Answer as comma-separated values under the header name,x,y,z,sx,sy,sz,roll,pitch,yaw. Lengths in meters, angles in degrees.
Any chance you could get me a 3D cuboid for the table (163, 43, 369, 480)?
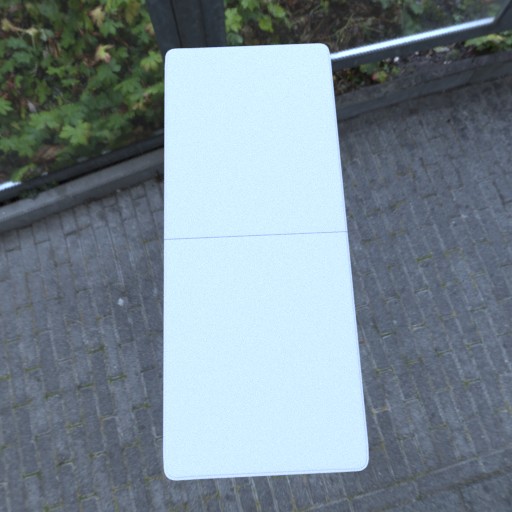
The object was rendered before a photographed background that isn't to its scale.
name,x,y,z,sx,sy,sz,roll,pitch,yaw
table,0.000,0.000,2.180,0.761,0.719,1.829,-2,76,-1
